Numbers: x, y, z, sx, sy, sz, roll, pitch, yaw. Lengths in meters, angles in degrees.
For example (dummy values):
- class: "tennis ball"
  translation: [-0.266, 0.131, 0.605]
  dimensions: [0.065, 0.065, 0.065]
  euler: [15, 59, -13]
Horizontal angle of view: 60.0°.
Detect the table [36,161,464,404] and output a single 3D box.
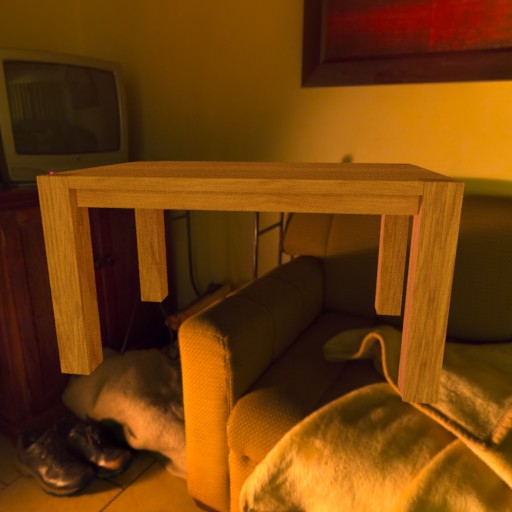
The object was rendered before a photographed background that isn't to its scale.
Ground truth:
- class: "table"
  translation: [0.000, 0.000, 1.956]
  dimensions: [1.400, 0.760, 0.900]
  euler: [2, 15, 8]
